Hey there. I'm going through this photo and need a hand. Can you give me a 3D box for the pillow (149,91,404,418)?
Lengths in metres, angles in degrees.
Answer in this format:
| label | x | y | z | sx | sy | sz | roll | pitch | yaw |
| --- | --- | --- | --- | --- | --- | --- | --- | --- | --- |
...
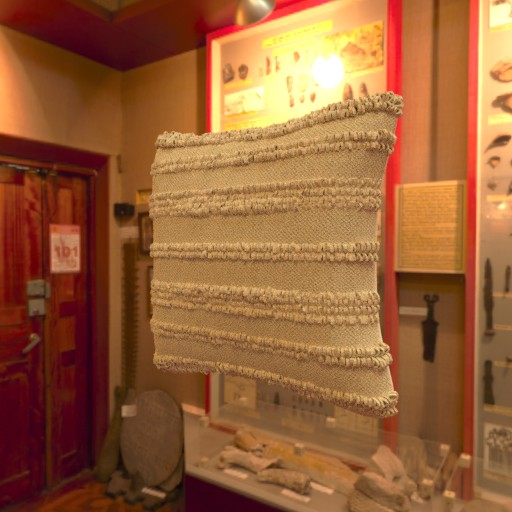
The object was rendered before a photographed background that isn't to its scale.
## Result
| label | x | y | z | sx | sy | sz | roll | pitch | yaw |
| --- | --- | --- | --- | --- | --- | --- | --- | --- | --- |
| pillow | 0.000 | 0.000 | 0.674 | 0.437 | 0.427 | 0.145 | 1 | 2 | 35 |
